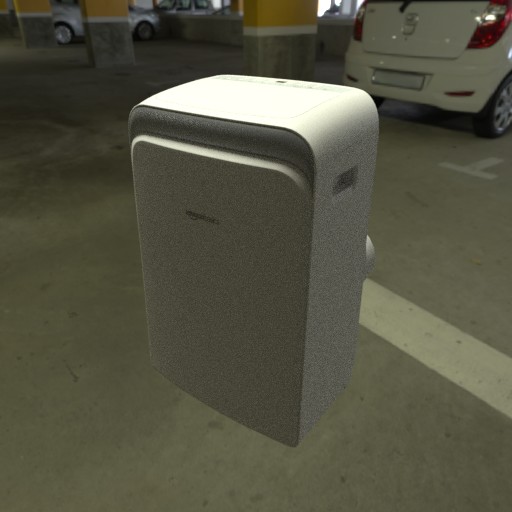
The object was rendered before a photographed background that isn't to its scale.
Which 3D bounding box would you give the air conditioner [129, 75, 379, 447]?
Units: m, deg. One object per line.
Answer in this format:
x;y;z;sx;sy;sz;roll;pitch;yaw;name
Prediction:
0.000;0.000;0.974;0.454;0.700;0.365;19;35;30;air conditioner
